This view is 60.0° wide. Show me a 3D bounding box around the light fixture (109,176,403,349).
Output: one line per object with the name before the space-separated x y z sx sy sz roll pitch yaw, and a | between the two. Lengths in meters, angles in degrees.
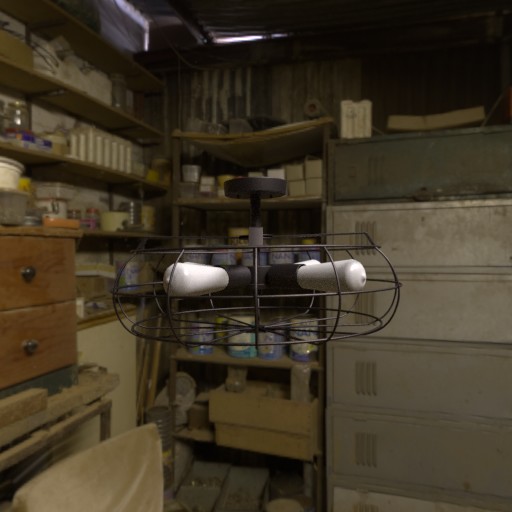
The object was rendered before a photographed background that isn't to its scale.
light fixture | 0.000 0.000 0.927 0.582 0.311 0.582 0 0 0
